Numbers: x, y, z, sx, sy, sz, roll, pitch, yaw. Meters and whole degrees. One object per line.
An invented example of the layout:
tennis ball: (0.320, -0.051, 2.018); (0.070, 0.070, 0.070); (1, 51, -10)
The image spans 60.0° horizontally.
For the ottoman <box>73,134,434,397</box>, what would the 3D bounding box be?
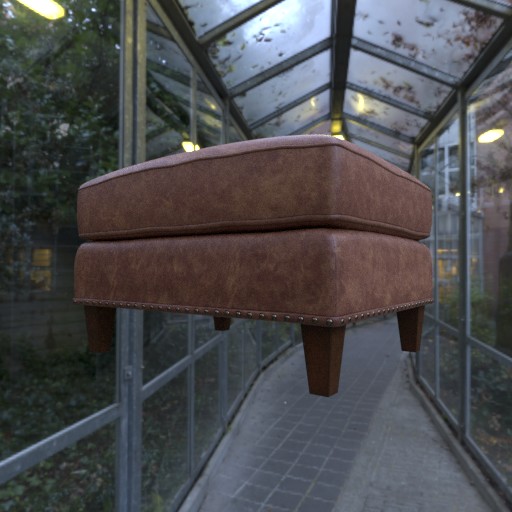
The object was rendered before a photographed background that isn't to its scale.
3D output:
ottoman: (0.000, 0.000, 1.138); (0.742, 0.486, 0.586); (-1, -2, 36)
